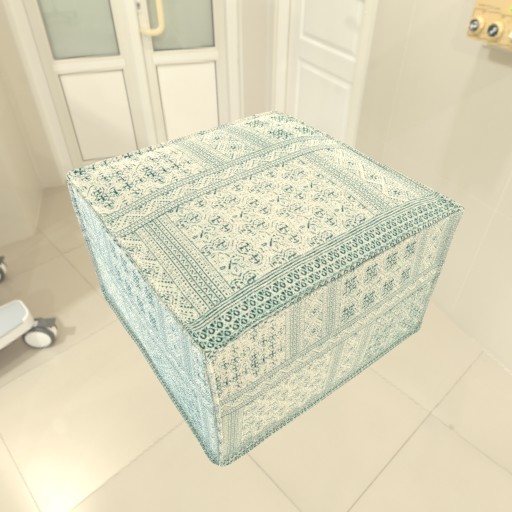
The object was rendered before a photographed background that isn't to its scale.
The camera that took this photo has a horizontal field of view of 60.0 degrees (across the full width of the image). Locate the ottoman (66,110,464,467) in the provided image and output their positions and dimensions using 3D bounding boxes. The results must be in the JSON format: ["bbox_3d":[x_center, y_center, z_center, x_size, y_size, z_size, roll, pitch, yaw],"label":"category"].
[{"bbox_3d":[0.000,0.000,1.057,0.626,0.439,0.617,-26,47,-26],"label":"ottoman"}]
